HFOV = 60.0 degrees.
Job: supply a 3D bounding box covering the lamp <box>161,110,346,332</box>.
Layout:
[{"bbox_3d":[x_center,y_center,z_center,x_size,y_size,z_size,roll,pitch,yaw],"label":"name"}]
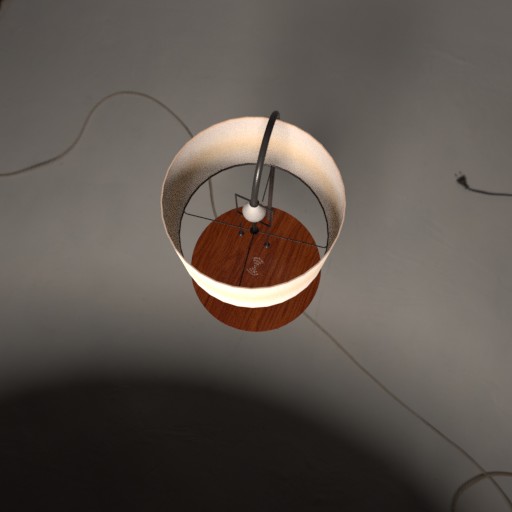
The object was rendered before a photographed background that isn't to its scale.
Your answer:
[{"bbox_3d":[0.000,0.000,1.783,0.573,1.517,0.573,0,75,0],"label":"lamp"}]
